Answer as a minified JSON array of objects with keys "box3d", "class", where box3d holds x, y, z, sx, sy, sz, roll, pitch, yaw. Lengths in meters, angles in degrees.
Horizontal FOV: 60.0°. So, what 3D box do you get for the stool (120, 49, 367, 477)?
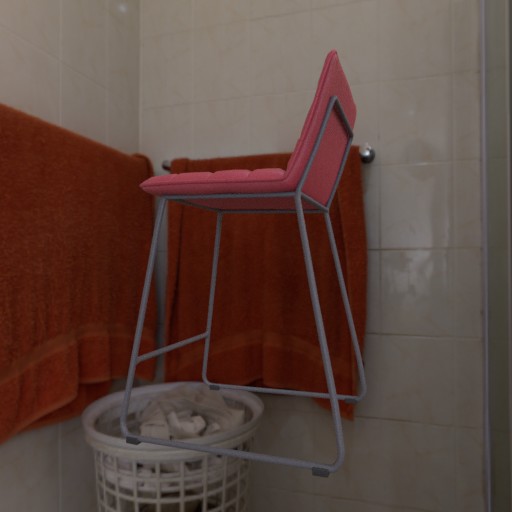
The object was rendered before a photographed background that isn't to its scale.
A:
[{"box3d":[0.000,0.000,1.167,0.524,0.866,0.489,0,-1,19],"class":"stool"}]
